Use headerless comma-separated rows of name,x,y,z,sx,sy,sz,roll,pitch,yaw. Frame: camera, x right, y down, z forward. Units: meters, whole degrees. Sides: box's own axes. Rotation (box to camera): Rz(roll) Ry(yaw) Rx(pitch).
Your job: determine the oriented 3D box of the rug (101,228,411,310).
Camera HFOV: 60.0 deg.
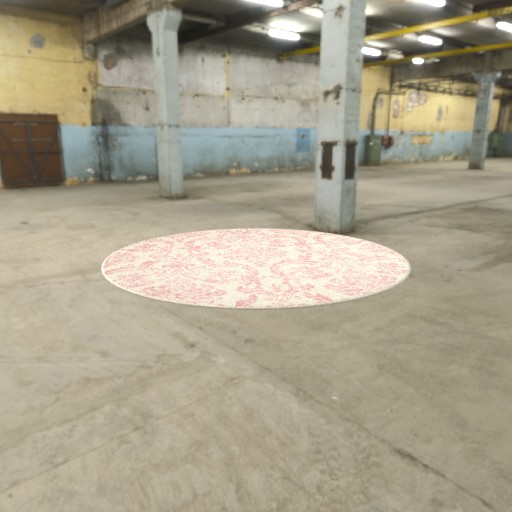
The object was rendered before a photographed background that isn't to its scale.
rug,0.000,0.000,2.407,1.593,0.012,1.593,0,14,0
